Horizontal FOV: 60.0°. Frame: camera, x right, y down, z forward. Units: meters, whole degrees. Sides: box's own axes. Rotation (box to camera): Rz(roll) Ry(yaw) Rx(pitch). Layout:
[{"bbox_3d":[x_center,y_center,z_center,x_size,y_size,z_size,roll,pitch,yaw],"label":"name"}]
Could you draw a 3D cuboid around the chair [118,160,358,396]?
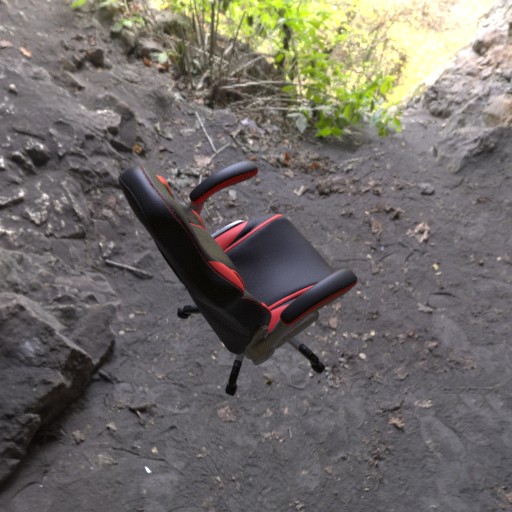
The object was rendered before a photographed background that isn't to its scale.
[{"bbox_3d":[0.000,0.000,1.615,0.712,1.165,0.758,-30,63,-17],"label":"chair"}]
